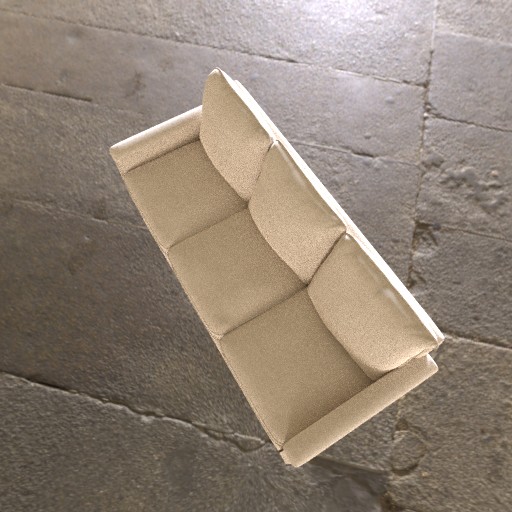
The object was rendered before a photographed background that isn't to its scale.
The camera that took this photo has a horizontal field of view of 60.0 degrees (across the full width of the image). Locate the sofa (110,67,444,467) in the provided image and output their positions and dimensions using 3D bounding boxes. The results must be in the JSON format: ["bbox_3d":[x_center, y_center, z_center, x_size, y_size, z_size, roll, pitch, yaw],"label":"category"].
[{"bbox_3d":[0.000,0.000,2.369,0.828,0.961,1.925,-29,68,-13],"label":"sofa"}]
